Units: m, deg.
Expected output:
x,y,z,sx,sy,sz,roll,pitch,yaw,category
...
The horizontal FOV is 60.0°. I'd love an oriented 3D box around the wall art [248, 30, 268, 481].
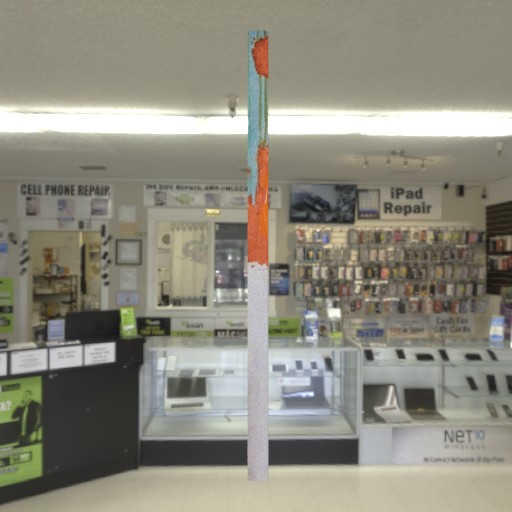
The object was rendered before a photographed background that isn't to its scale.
x,y,z,sx,sy,sz,roll,pitch,yaw,category
0.000,0.000,1.205,0.037,0.814,0.814,0,0,-1,wall art
